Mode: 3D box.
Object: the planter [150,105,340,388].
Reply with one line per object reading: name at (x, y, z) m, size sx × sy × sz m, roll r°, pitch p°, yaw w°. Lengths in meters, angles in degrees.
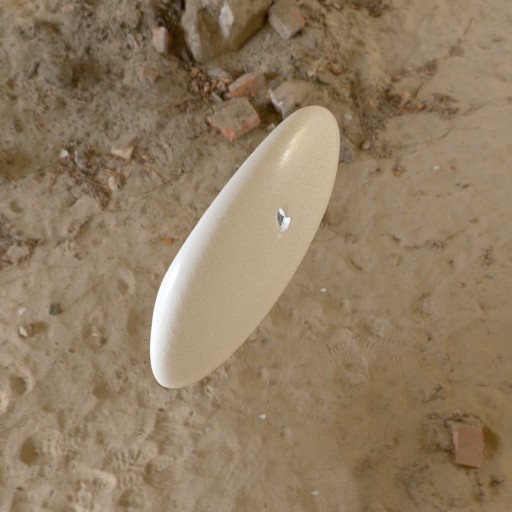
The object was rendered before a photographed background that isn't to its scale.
planter at (0.000, 0.000, 0.273) m, size 0.043 × 0.188 × 0.185 m, roll 32°, pitch 68°, yaw 14°
